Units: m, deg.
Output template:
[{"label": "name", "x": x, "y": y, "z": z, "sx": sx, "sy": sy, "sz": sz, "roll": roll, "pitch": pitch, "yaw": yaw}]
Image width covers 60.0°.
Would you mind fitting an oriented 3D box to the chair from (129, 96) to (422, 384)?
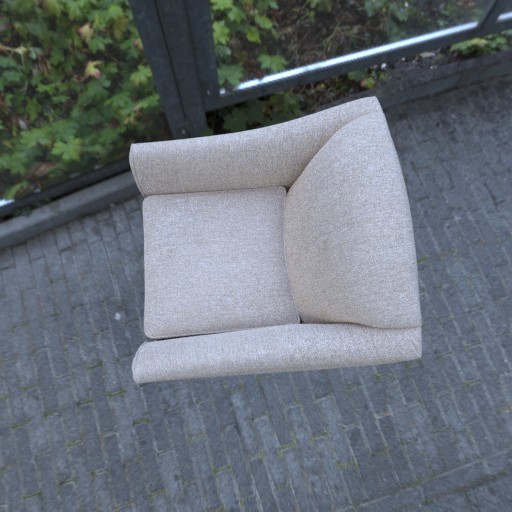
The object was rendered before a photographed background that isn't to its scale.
[{"label": "chair", "x": 0.000, "y": 0.000, "z": 1.476, "sx": 0.787, "sy": 0.839, "sz": 0.763, "roll": -5, "pitch": 75, "yaw": -1}]
